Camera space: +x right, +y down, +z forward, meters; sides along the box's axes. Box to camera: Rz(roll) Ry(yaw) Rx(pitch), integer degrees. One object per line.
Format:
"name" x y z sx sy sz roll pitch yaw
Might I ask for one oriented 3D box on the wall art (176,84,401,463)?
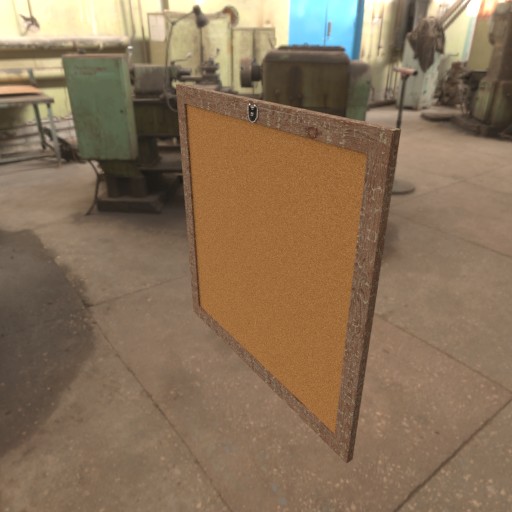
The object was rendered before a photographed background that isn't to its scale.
"wall art" 0.000 0.000 0.575 0.012 0.384 0.384 -18 32 -31
